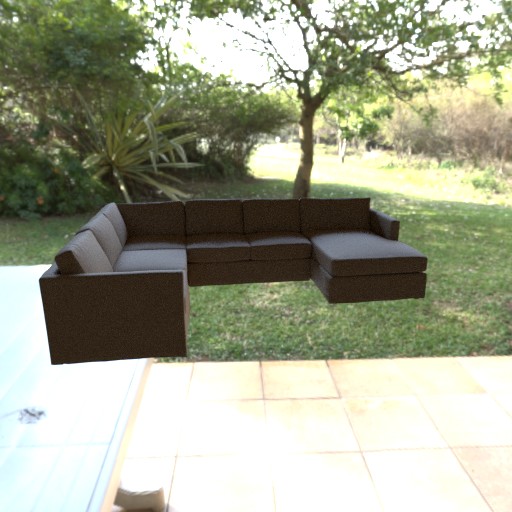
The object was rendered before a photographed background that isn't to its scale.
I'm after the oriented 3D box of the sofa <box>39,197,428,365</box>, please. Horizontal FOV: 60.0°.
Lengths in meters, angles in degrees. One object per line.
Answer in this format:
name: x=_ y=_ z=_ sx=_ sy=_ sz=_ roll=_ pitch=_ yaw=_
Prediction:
sofa: x=0.000 y=0.000 z=4.559 sx=3.460 sy=0.882 sz=2.427 roll=-2 pitch=16 yaw=-8
